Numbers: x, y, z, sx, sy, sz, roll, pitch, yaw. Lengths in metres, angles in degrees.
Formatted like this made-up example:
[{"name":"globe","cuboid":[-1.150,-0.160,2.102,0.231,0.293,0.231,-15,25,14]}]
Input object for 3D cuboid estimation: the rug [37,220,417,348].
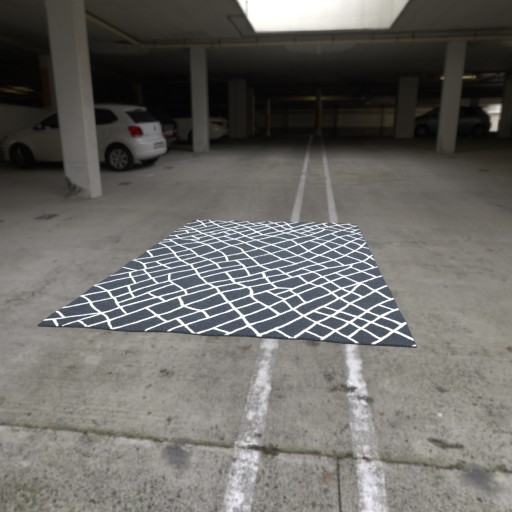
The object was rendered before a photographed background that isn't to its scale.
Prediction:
[{"name":"rug","cuboid":[0.000,0.000,2.922,1.529,0.017,2.448,2,15,7]}]
